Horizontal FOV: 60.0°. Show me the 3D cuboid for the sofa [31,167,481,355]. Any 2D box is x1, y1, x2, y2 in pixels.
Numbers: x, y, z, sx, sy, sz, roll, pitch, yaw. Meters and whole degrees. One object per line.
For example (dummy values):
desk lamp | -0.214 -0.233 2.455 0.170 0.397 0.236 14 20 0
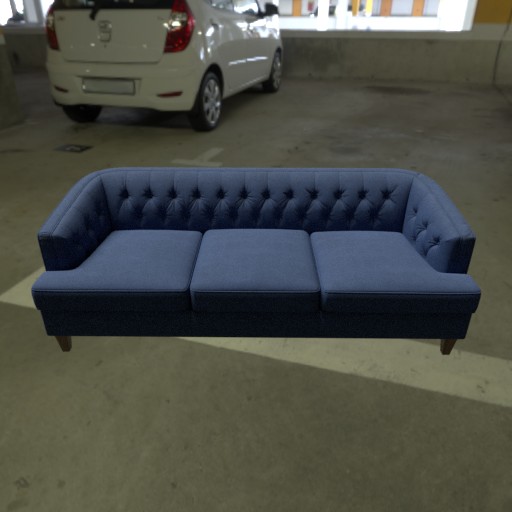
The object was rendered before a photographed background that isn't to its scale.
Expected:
sofa | 0.000 0.000 2.587 2.235 0.787 0.914 0 29 1
